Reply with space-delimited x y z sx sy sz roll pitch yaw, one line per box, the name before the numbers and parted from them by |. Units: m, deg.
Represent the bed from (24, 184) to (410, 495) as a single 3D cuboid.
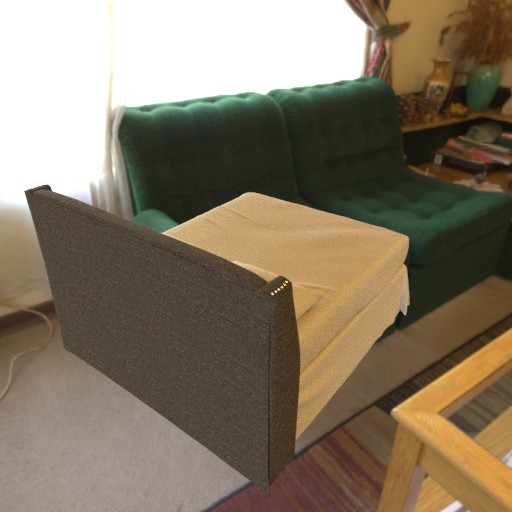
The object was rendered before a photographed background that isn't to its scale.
bed | 0.000 0.000 3.314 1.925 1.332 2.276 21 35 32
